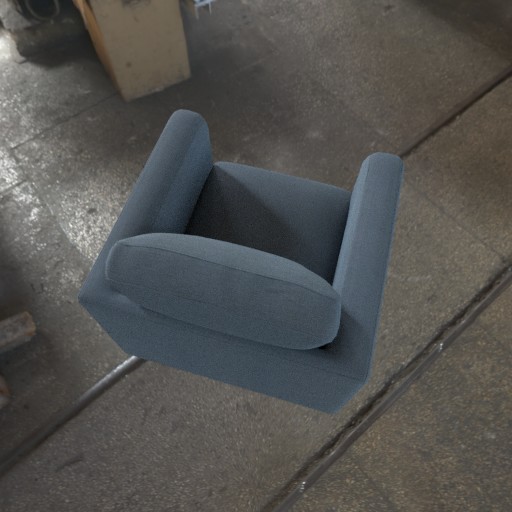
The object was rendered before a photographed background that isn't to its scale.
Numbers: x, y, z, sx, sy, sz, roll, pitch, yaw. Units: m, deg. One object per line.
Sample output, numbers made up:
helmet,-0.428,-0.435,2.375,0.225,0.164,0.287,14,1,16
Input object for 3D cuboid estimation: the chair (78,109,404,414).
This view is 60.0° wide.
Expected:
chair,0.000,0.000,1.589,0.855,0.922,0.820,14,63,7
